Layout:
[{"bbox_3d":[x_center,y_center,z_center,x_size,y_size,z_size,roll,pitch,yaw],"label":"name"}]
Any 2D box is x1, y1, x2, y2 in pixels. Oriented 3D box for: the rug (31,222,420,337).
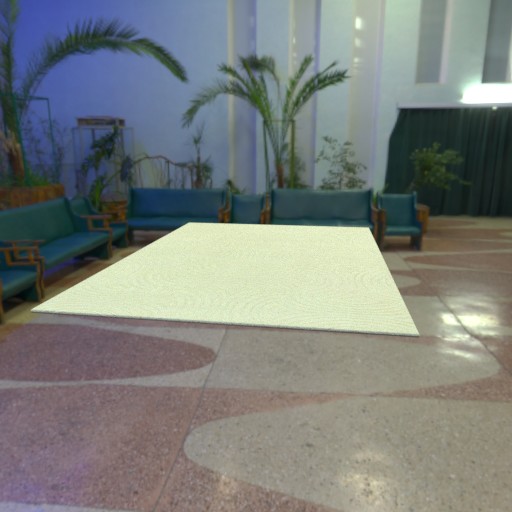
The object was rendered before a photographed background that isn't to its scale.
[{"bbox_3d":[0.000,0.000,2.715,1.526,0.015,2.132,2,14,9],"label":"rug"}]
